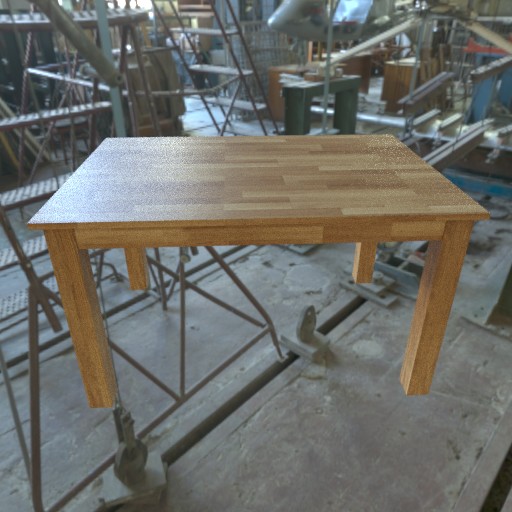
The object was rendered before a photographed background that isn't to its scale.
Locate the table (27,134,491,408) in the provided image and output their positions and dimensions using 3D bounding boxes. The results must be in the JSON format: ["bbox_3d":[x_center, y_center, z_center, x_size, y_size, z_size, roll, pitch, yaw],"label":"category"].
[{"bbox_3d":[0.000,0.000,1.815,1.300,0.750,0.900,-1,30,-3],"label":"table"}]
